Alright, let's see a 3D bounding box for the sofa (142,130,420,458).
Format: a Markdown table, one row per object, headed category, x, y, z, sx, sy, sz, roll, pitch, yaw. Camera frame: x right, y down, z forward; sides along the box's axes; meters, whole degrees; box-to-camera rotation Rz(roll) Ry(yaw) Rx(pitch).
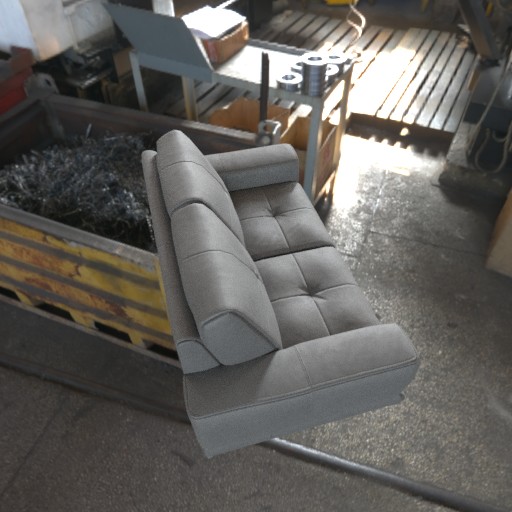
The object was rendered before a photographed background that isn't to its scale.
| category | x | y | z | sx | sy | sz | roll | pitch | yaw |
| --- | --- | --- | --- | --- | --- | --- | --- | --- | --- |
| sofa | 0.000 | 0.000 | 2.430 | 1.018 | 0.907 | 1.806 | -11 | 47 | -11 |
